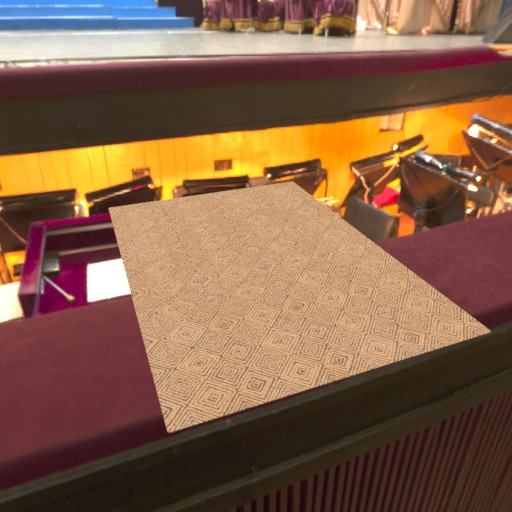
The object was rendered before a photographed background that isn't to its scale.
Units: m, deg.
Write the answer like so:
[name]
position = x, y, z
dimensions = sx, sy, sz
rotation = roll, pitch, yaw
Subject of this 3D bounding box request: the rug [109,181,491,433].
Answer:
[rug]
position = 0.000, 0.000, 2.813
dimensions = 1.593, 0.008, 2.238
rotation = -11, 32, -19
